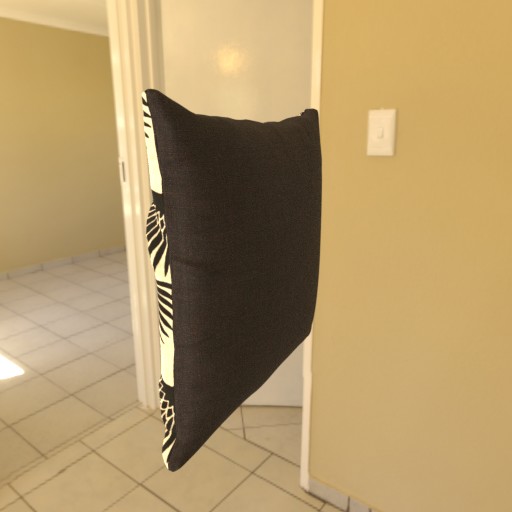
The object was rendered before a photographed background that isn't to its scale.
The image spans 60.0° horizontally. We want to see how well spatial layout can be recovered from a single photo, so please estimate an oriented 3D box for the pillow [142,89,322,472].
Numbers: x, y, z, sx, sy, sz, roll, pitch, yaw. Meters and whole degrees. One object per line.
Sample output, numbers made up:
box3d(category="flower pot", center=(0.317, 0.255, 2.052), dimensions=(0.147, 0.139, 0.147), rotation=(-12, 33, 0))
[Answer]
box3d(category="pillow", center=(0.000, 0.000, 0.655), dimensions=(0.139, 0.432, 0.432), rotation=(8, 18, 27))
